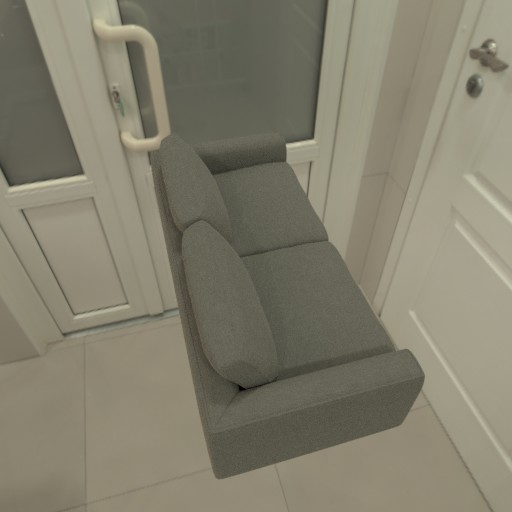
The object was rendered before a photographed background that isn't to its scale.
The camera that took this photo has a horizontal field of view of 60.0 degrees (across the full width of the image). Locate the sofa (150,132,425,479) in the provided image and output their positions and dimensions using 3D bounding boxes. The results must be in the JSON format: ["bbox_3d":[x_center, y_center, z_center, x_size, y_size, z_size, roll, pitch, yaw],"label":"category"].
[{"bbox_3d":[0.000,0.000,2.800,1.070,0.801,2.262,-11,47,-11],"label":"sofa"}]
